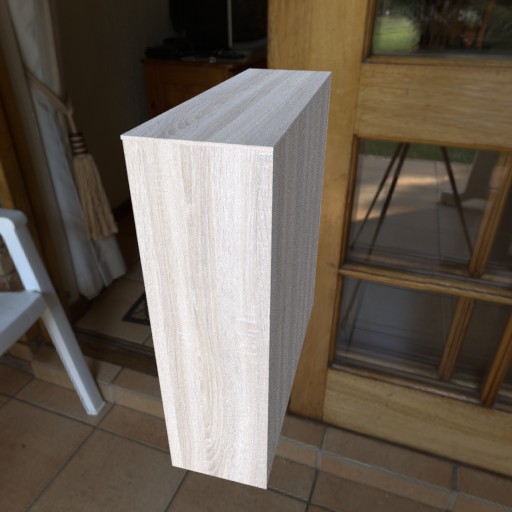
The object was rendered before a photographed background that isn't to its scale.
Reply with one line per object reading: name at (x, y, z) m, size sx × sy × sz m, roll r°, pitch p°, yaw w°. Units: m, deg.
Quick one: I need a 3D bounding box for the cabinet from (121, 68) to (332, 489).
cabinet at (0.000, 0.000, 2.954) m, size 0.620 × 2.060 × 1.870 m, roll 8°, pitch 31°, yaw 13°
